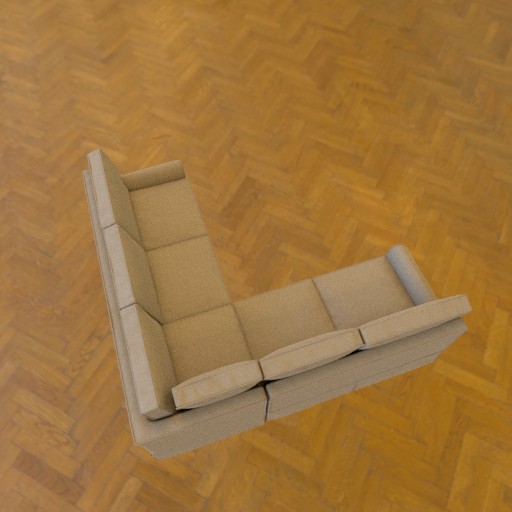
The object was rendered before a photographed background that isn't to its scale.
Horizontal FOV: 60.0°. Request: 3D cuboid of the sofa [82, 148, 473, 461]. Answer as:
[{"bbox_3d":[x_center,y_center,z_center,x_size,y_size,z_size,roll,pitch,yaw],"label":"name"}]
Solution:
[{"bbox_3d":[0.000,0.000,4.212,2.730,1.124,2.733,-16,60,-10],"label":"sofa"}]
